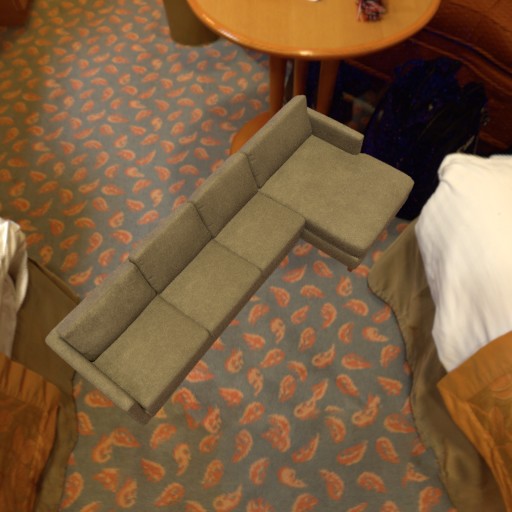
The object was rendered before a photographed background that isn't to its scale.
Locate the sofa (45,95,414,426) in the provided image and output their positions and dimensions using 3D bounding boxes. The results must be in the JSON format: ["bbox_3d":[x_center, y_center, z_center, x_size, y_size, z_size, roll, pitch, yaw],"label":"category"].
[{"bbox_3d":[0.000,0.000,4.133,1.604,0.950,3.471,33,65,18],"label":"sofa"}]
